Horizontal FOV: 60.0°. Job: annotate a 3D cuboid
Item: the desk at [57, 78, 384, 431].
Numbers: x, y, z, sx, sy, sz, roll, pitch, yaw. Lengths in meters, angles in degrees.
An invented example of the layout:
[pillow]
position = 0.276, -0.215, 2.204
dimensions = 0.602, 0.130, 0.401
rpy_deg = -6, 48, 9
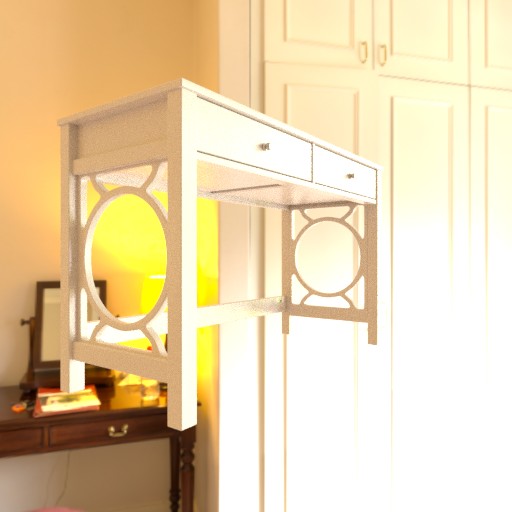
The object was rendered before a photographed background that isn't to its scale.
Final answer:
[desk]
position = 0.000, 0.000, 1.566
dimensions = 0.504, 0.762, 1.191
rpy_deg = 0, 0, 36
